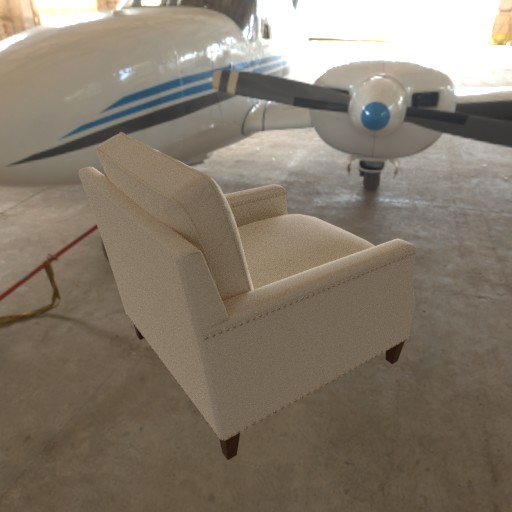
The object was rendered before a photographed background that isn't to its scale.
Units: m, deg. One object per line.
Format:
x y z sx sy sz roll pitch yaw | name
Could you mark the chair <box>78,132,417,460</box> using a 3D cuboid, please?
0.000 0.000 1.729 1.014 0.943 0.853 -18 33 -30 | chair
